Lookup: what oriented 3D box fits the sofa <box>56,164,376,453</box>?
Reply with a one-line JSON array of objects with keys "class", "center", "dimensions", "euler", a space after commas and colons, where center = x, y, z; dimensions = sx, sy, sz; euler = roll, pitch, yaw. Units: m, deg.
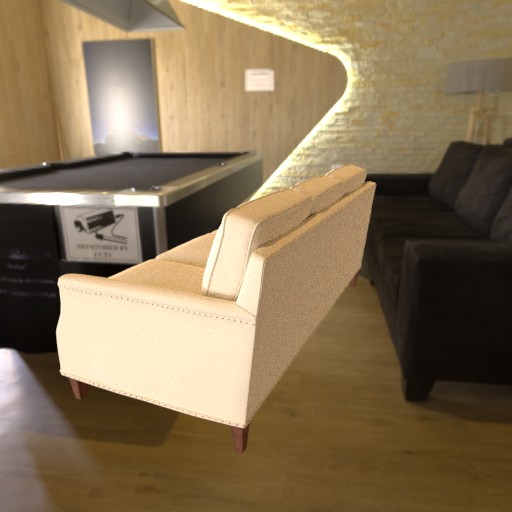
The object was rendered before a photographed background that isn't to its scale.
[{"class": "sofa", "center": [0.000, 0.000, 2.786], "dimensions": [1.084, 1.003, 2.246], "euler": [8, 19, 23]}]
